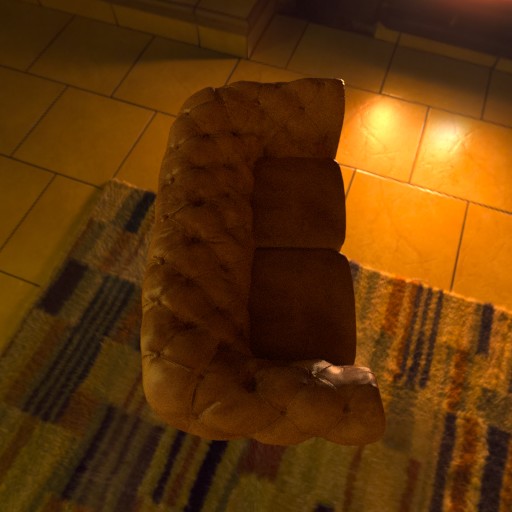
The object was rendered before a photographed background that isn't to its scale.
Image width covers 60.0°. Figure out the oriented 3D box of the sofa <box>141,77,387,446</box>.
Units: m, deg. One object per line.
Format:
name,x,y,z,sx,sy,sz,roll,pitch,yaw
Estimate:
sofa,0.000,0.000,2.458,1.042,0.877,1.979,1,62,0
